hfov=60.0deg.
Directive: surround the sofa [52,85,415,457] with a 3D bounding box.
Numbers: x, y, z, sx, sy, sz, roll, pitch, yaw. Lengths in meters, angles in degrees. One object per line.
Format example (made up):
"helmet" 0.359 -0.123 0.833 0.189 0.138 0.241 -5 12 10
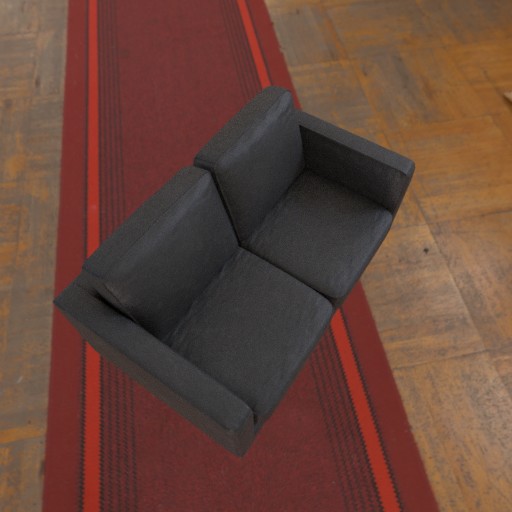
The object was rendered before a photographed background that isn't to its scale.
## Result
"sofa" 0.000 0.000 2.029 0.879 0.899 1.430 30 63 17
